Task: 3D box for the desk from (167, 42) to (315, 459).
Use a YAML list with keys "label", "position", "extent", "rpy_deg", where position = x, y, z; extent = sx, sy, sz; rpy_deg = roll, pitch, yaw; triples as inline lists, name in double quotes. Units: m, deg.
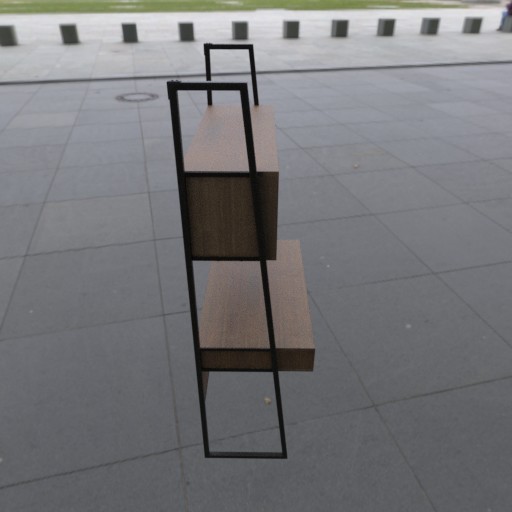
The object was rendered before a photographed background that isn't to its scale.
- label: "desk"
  position: [0.000, 0.000, 2.190]
  extent: [0.515, 1.809, 0.982]
  rpy_deg: [0, 32, 1]
